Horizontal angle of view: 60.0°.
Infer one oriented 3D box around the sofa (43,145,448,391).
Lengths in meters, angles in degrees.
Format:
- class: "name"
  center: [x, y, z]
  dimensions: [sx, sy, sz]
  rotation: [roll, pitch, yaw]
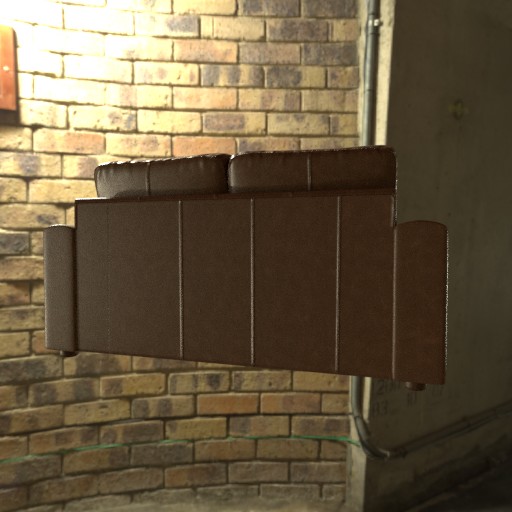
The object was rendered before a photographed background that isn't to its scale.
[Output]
- class: "sofa"
  center: [0.000, 0.000, 2.147]
  dimensions: [1.616, 0.873, 1.016]
  rotation: [1, 2, 17]
